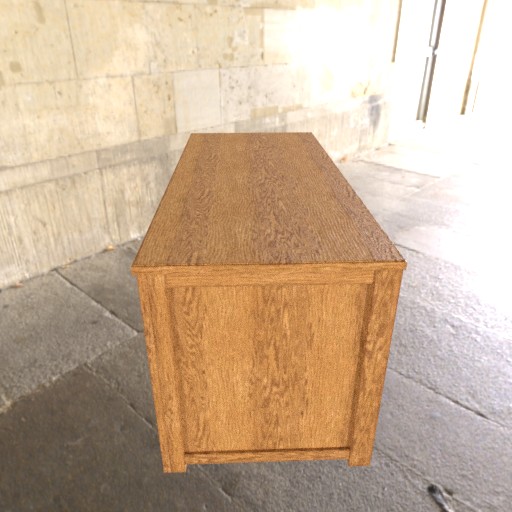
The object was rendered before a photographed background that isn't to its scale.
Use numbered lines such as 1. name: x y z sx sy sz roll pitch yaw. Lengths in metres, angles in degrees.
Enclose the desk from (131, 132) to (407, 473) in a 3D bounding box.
1. desk: 0.000 0.000 1.943 0.685 0.751 1.567 -1 27 -2
